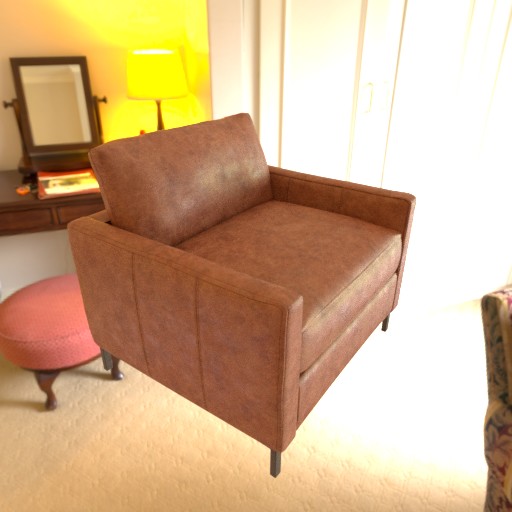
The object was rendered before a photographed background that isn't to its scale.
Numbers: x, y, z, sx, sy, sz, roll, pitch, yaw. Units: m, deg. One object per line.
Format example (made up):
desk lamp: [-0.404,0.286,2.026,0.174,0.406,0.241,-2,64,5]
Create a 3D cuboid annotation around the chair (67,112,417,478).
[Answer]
chair: [0.000,0.000,1.631,0.862,0.869,0.967,18,33,31]
